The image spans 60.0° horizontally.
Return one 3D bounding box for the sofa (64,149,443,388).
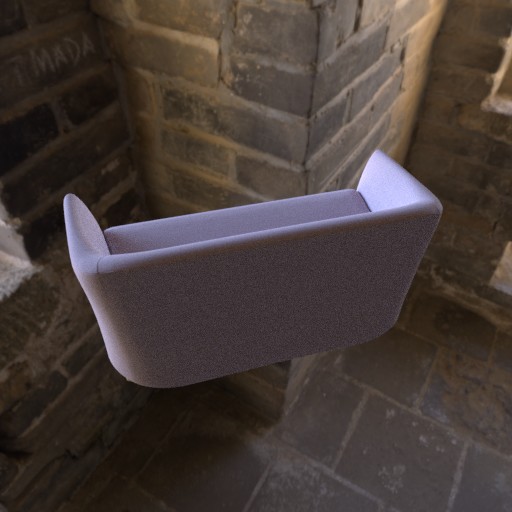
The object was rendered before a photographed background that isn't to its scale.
[{"bbox_3d":[0.000,0.000,1.868,1.452,0.721,0.705,-11,42,-12],"label":"sofa"}]
